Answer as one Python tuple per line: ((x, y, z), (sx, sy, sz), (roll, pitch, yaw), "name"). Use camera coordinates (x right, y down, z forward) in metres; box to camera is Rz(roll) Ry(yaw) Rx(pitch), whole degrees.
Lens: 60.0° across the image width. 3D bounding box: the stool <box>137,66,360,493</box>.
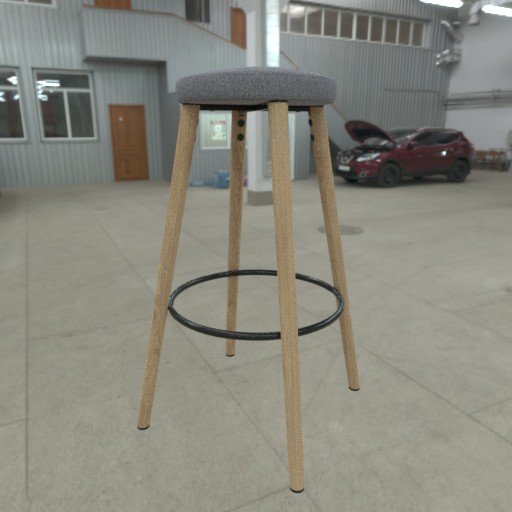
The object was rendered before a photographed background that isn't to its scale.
((0.000, 0.000, 0.987), (0.410, 0.770, 0.410), (8, 18, 27), "stool")
